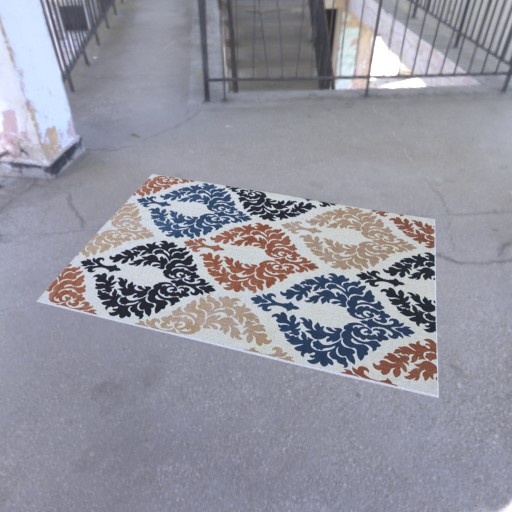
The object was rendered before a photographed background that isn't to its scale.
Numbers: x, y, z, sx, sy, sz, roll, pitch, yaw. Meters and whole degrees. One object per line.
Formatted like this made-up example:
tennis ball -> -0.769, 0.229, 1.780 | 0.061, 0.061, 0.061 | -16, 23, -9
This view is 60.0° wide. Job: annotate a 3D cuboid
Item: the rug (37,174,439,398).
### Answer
rug -> 0.000, 0.000, 2.921 | 2.275, 0.014, 1.514 | 11, 42, 12
